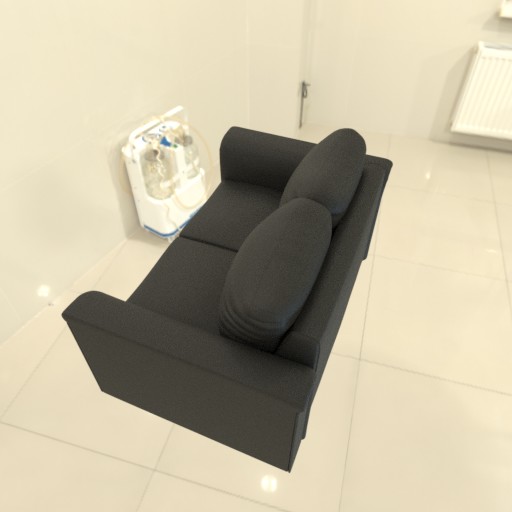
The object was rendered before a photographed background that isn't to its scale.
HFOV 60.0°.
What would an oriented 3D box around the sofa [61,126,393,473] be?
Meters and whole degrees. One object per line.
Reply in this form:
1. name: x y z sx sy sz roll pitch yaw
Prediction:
1. sofa: 0.000 0.000 1.980 0.887 0.845 1.386 17 48 16
